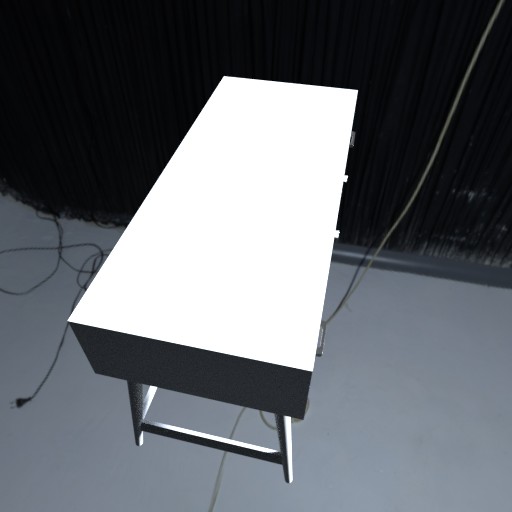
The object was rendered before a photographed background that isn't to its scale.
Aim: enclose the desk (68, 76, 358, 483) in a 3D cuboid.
[{"bbox_3d":[0.000,0.000,1.696,0.589,0.762,1.313,10,47,9],"label":"desk"}]
